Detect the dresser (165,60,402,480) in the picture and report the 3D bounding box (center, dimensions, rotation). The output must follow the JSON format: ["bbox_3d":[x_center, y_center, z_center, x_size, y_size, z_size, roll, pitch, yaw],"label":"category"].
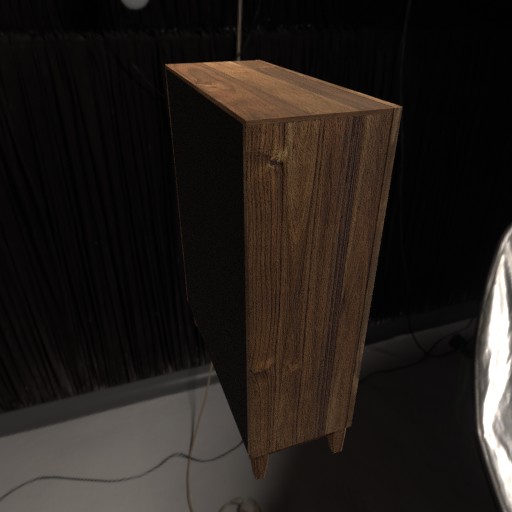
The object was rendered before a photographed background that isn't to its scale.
[{"bbox_3d":[0.000,0.000,1.868,0.442,1.393,1.062,-10,32,-17],"label":"dresser"}]
